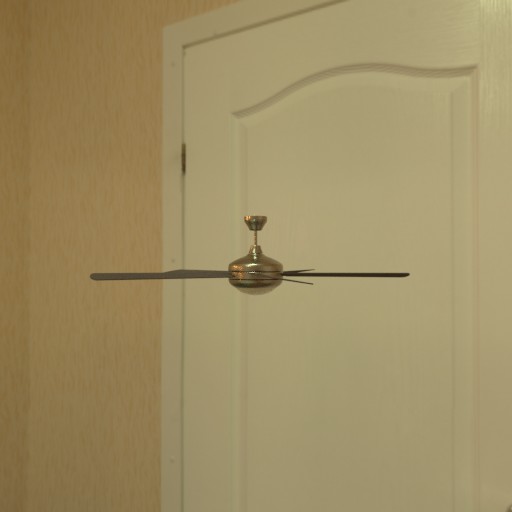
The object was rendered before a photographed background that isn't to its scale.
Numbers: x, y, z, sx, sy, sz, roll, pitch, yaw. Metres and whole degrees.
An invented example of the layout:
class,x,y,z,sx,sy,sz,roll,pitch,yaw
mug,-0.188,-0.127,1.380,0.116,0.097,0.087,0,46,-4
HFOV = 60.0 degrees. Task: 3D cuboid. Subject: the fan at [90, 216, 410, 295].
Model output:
class,x,y,z,sx,sy,sz,roll,pitch,yaw
fan,0.000,0.000,2.011,1.321,0.356,1.321,0,-1,0
